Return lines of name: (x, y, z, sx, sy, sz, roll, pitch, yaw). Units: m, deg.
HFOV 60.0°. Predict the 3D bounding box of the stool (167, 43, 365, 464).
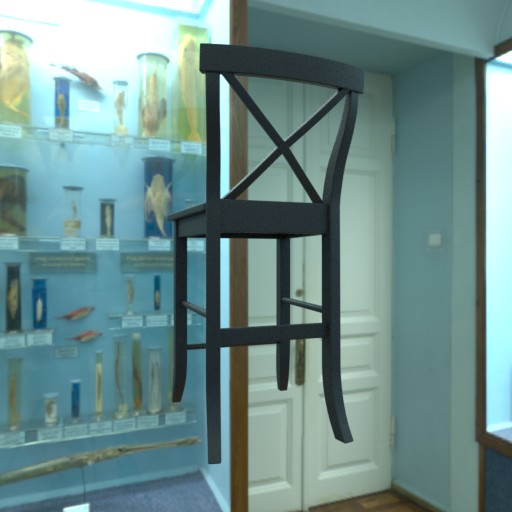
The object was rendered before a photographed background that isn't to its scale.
stool: (0.000, 0.000, 1.325, 0.452, 0.989, 0.559, 0, 0, -19)
